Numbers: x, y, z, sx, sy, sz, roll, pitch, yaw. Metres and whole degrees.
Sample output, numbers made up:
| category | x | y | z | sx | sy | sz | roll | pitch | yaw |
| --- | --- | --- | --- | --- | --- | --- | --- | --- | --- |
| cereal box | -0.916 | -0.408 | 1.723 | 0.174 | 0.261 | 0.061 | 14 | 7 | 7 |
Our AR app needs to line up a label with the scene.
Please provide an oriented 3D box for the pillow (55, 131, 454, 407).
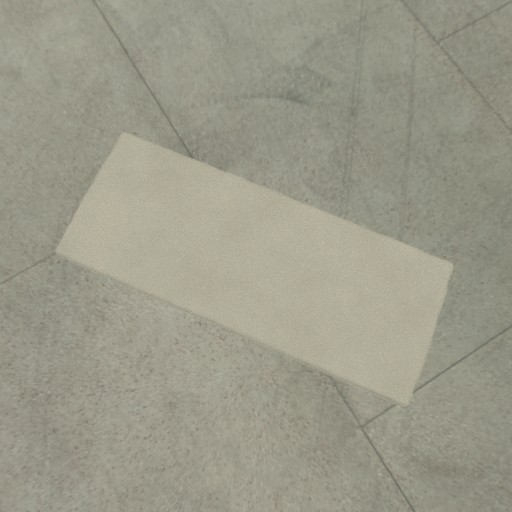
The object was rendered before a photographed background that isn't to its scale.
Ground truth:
| category | x | y | z | sx | sy | sz | roll | pitch | yaw |
| --- | --- | --- | --- | --- | --- | --- | --- | --- | --- |
| pillow | 0.000 | 0.000 | 1.380 | 1.187 | 0.081 | 0.492 | 23 | 77 | 6 |
